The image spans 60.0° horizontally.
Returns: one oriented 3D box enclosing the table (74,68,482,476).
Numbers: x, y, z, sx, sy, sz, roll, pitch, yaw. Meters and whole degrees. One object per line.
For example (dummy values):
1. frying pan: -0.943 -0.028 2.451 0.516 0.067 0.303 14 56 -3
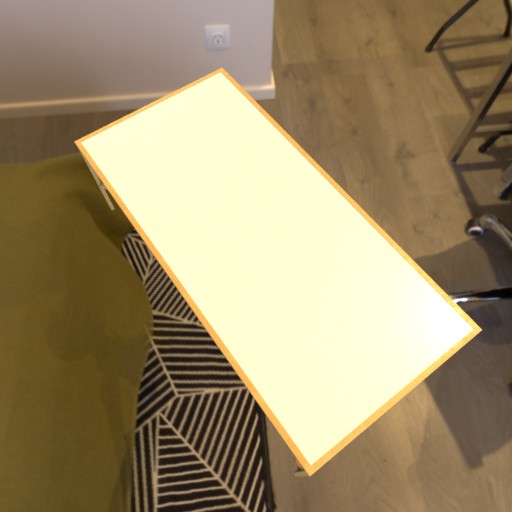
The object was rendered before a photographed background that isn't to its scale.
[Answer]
1. table: 0.000 0.000 1.475 0.580 0.398 1.206 -33 68 -15
